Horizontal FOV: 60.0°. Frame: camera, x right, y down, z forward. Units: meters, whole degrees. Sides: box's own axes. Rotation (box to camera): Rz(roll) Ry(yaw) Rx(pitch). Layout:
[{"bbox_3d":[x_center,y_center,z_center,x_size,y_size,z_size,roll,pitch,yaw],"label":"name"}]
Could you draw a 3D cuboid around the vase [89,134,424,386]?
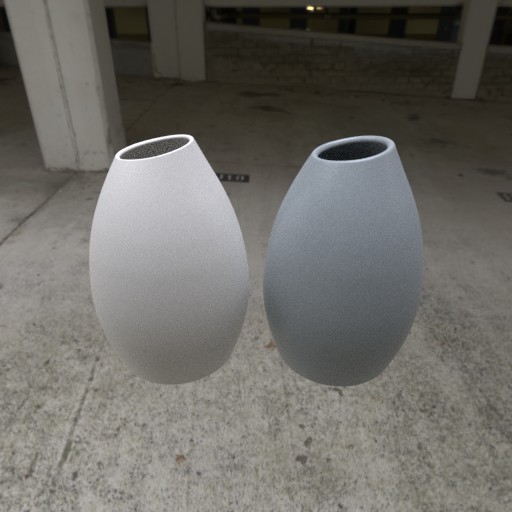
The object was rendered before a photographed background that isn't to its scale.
[{"bbox_3d":[0.000,0.000,0.249,0.187,0.131,0.089,0,30,1],"label":"vase"}]
